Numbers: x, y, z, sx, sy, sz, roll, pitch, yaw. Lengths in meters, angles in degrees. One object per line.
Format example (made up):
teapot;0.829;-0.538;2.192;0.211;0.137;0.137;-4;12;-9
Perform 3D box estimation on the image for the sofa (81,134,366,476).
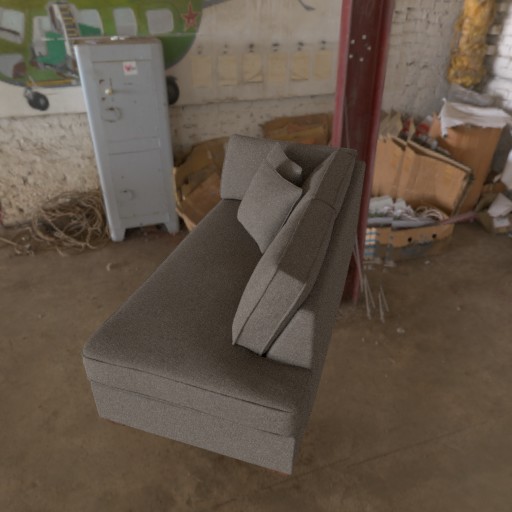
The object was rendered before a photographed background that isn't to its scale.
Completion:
sofa;0.000;0.000;2.841;1.110;1.033;2.237;10;33;15
